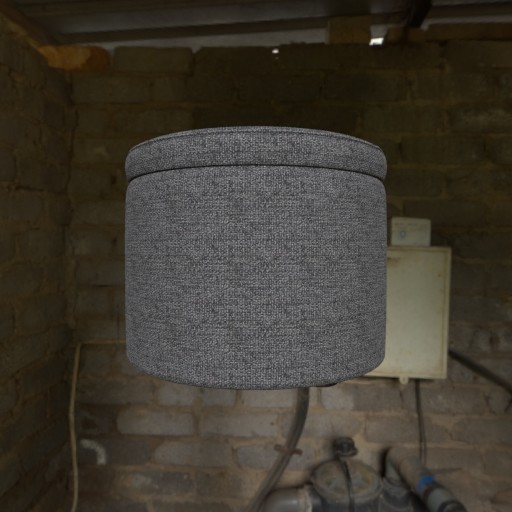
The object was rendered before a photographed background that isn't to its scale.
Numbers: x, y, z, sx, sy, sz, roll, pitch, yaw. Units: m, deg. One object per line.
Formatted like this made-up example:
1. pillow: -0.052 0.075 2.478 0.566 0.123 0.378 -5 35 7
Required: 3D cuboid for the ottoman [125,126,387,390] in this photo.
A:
1. ottoman: 0.000 0.000 0.918 0.520 0.430 0.520 0 1 0
